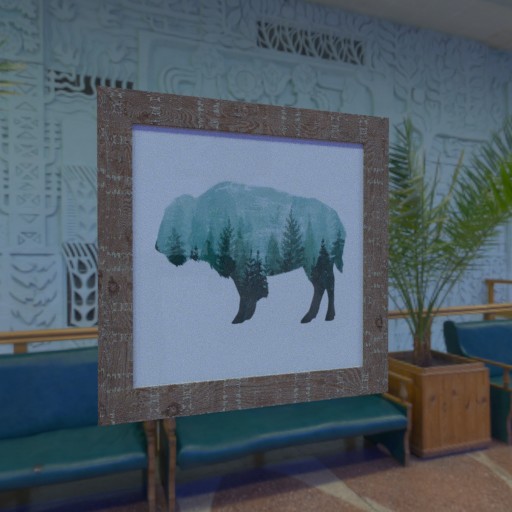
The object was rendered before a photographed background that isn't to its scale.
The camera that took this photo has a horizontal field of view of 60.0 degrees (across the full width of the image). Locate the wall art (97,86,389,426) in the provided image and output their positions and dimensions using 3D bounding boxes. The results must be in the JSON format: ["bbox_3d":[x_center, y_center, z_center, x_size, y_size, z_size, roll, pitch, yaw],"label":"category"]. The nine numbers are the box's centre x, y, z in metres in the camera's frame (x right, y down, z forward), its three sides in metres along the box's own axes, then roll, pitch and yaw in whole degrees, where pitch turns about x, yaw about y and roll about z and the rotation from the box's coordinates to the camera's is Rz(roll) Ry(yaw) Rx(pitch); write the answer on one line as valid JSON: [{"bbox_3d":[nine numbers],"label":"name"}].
[{"bbox_3d":[0.000,0.000,0.565,0.380,0.380,0.022,0,1,-18],"label":"wall art"}]
